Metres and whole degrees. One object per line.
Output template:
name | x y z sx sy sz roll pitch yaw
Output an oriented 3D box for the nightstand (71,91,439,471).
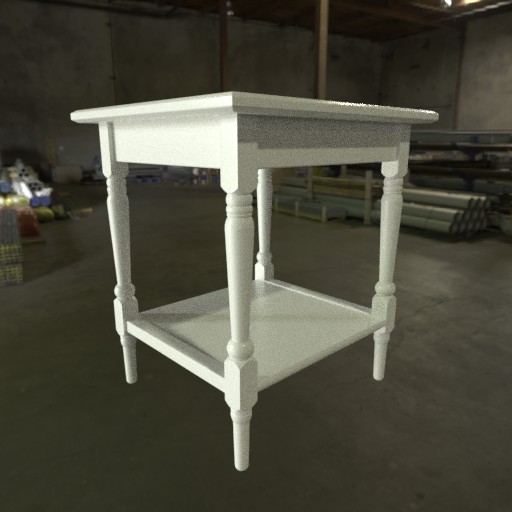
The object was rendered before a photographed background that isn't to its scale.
nightstand | 0.000 0.000 0.888 0.505 0.555 0.459 -13 20 -42
